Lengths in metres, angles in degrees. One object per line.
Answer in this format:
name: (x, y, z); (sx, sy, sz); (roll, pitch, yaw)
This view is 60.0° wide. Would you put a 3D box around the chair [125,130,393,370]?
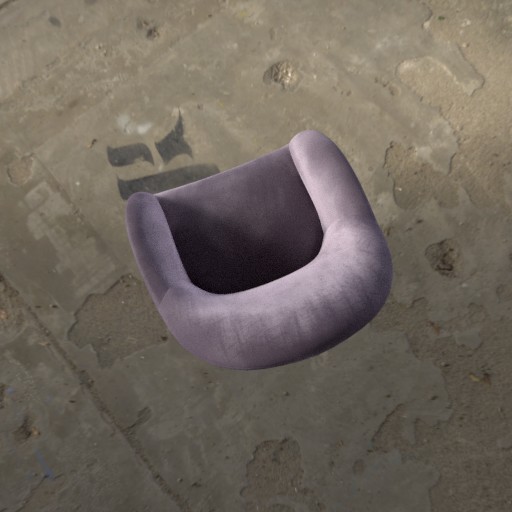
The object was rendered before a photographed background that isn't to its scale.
chair: (0.000, 0.000, 1.213); (0.550, 0.795, 0.590); (-21, 77, -5)
